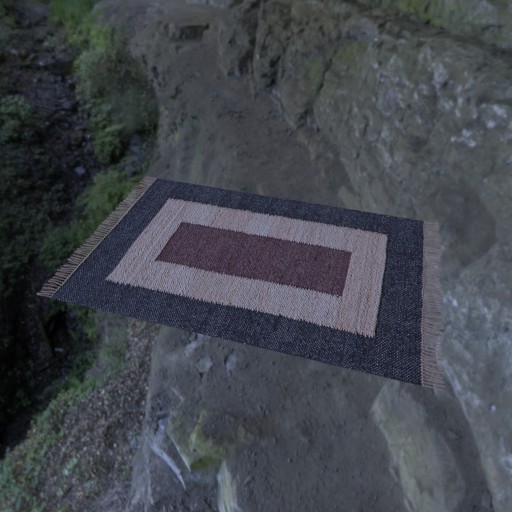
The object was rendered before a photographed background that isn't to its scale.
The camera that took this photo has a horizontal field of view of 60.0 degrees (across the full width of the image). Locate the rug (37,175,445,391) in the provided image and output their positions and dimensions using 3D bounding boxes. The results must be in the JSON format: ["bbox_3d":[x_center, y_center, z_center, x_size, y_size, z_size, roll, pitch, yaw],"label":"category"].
[{"bbox_3d":[0.000,0.000,2.508,2.021,0.027,1.224,11,42,12],"label":"rug"}]
